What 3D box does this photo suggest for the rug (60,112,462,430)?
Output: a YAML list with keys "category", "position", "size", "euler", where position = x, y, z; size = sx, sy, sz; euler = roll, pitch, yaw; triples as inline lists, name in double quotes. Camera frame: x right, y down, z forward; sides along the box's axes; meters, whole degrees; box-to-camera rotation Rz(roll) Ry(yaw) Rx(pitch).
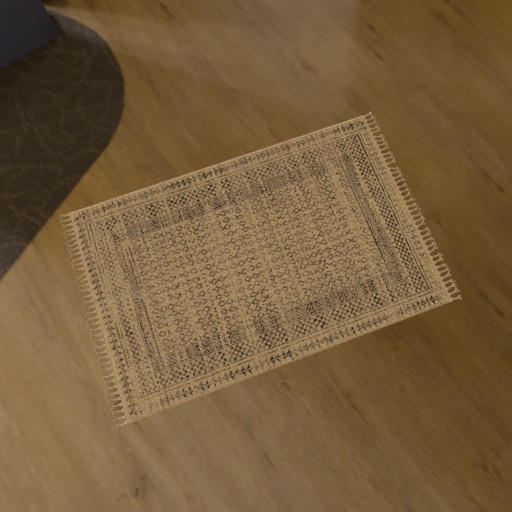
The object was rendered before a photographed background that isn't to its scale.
- category: "rug"
  position: [0.000, 0.000, 3.115]
  size: [2.486, 0.013, 1.548]
  euler: [-20, 76, -5]
